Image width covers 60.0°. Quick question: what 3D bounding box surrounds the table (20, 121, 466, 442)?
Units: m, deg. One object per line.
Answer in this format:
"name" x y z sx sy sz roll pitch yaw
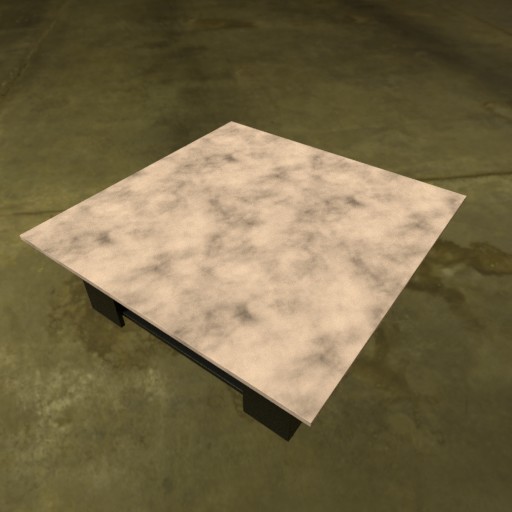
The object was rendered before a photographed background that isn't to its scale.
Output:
"table" 0.000 0.000 1.336 0.890 0.305 0.890 26 47 27
